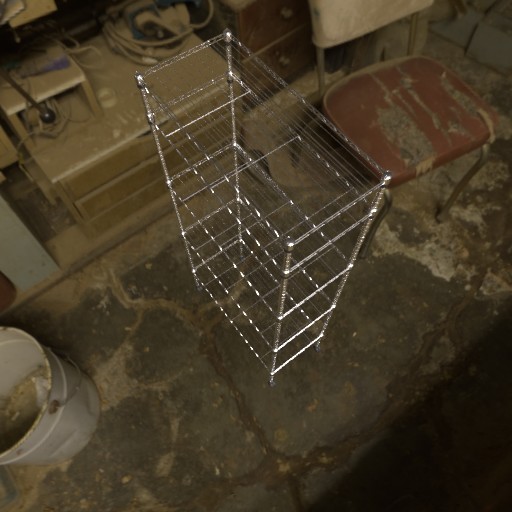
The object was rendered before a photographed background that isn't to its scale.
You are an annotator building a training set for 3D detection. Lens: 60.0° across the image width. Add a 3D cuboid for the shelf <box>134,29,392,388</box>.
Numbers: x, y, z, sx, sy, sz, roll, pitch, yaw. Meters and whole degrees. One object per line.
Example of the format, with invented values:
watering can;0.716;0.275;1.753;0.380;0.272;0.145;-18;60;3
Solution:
shelf;0.000;0.000;1.932;0.356;1.587;0.762;-34;67;-16
